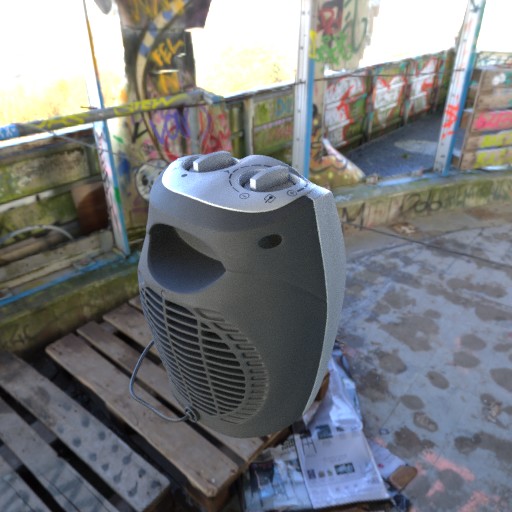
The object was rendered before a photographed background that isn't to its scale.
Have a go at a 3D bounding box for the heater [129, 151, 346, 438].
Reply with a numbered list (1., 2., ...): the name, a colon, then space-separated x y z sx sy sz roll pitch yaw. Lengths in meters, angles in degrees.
1. heater: 0.000 0.000 0.465 0.239 0.240 0.291 23 37 33
